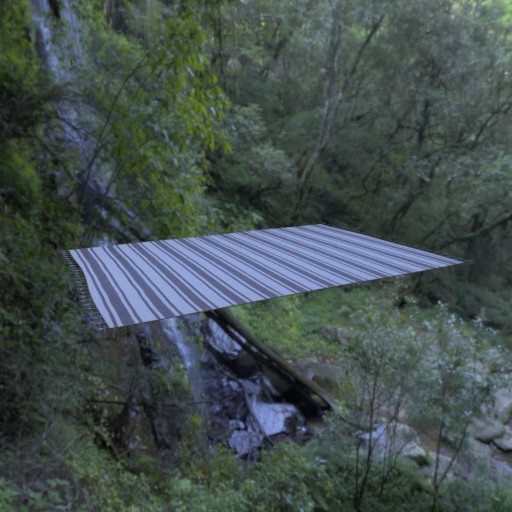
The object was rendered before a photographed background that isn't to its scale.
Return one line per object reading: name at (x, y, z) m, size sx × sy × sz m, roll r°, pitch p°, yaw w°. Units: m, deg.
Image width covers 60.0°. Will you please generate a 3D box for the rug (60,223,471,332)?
rug at (0.000, 0.000, 3.895) m, size 3.040 × 0.017 × 2.030 m, roll -8°, pitch 16°, yaw -27°
